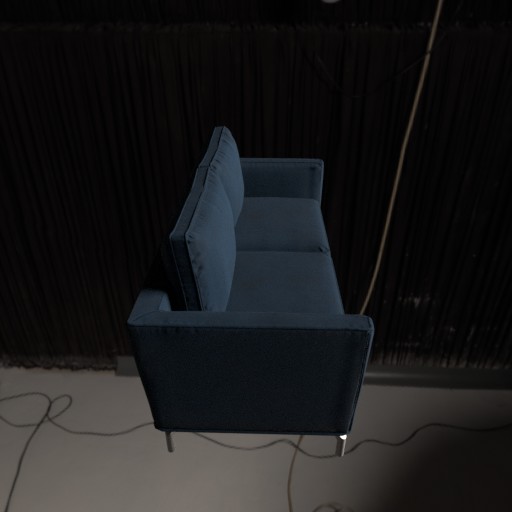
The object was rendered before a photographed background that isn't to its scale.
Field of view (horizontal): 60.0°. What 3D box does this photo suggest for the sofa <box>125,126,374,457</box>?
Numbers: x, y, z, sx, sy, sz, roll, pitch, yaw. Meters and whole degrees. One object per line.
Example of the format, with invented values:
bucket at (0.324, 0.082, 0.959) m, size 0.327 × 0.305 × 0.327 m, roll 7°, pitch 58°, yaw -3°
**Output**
sofa at (0.000, 0.000, 2.371) m, size 0.853 × 1.002 × 1.770 m, roll 1°, pitch 31°, yaw 1°
